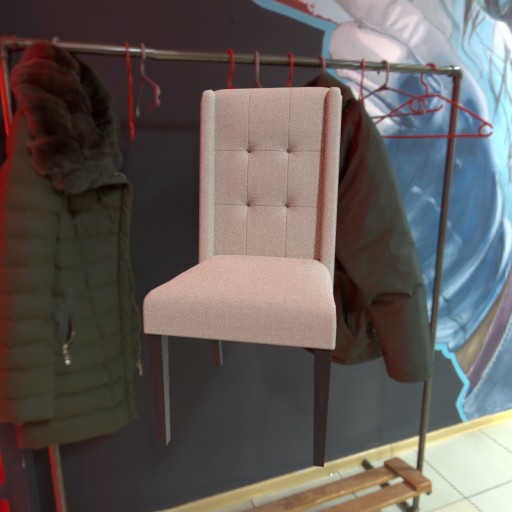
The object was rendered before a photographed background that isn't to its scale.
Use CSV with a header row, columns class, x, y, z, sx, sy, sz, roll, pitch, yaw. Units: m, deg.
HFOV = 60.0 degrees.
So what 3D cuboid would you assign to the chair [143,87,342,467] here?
class,x,y,z,sx,sy,sz,roll,pitch,yaw
chair,0.000,0.000,1.275,0.474,0.961,0.523,3,15,11
